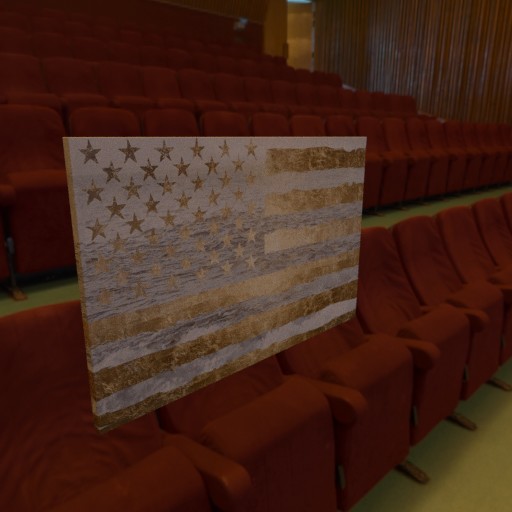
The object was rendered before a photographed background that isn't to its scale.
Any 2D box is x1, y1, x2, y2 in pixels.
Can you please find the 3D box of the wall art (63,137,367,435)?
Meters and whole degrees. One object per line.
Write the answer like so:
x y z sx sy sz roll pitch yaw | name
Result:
0.000 0.000 1.177 0.932 0.610 0.027 -14 20 -41 | wall art
